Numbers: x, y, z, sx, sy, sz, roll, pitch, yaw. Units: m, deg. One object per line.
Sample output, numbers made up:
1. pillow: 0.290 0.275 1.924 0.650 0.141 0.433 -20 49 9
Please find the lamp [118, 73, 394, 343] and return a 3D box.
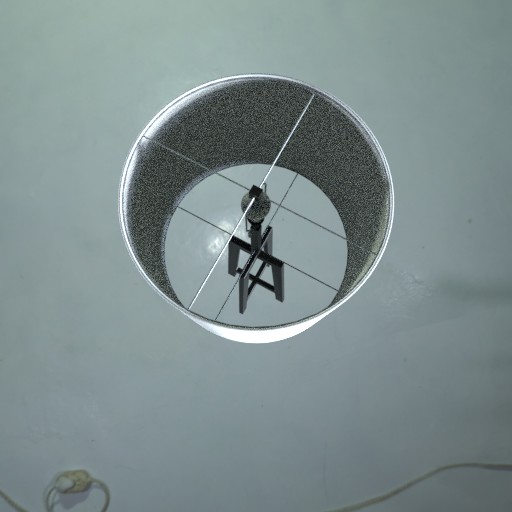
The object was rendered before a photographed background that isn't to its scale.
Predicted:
1. lamp: 0.000 0.000 0.647 0.257 0.489 0.257 -16 76 -4
